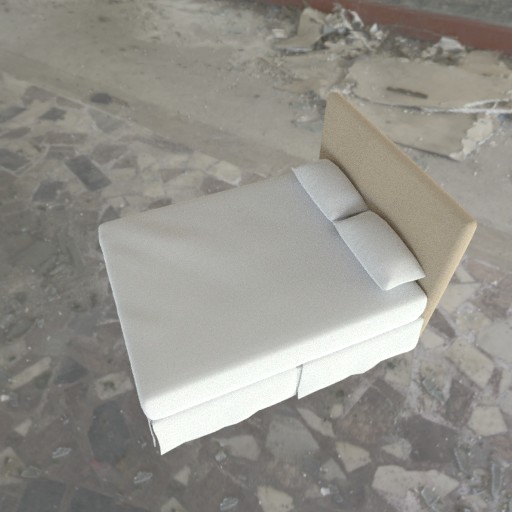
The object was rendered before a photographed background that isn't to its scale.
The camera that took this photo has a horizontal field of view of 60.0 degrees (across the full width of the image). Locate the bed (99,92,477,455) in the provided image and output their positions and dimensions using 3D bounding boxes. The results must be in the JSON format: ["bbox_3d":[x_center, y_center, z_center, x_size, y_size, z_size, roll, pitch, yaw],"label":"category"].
[{"bbox_3d":[0.000,0.000,3.224,2.142,1.330,1.723,-17,50,-15],"label":"bed"}]
